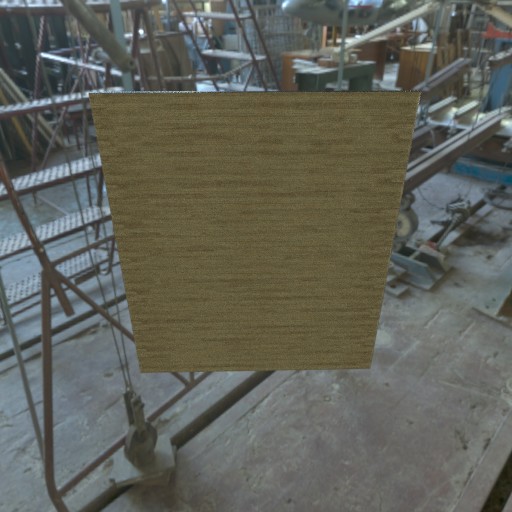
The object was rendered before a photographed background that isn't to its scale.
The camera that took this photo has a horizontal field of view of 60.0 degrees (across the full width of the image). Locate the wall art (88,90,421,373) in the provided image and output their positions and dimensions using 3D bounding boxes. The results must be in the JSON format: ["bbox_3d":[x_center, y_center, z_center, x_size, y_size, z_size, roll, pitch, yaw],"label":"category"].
[{"bbox_3d":[0.000,0.000,0.789,0.483,0.559,0.009,-1,31,-1],"label":"wall art"}]
